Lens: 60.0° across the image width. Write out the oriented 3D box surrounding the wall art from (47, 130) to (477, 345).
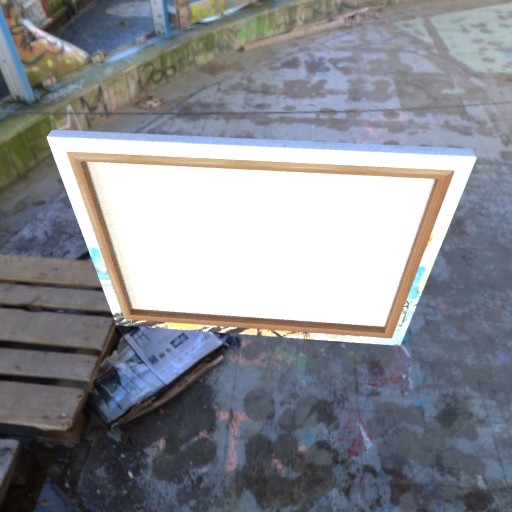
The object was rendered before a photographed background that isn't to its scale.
[{"bbox_3d":[0.000,0.000,1.322,1.016,0.762,0.038,4,45,4],"label":"wall art"}]
